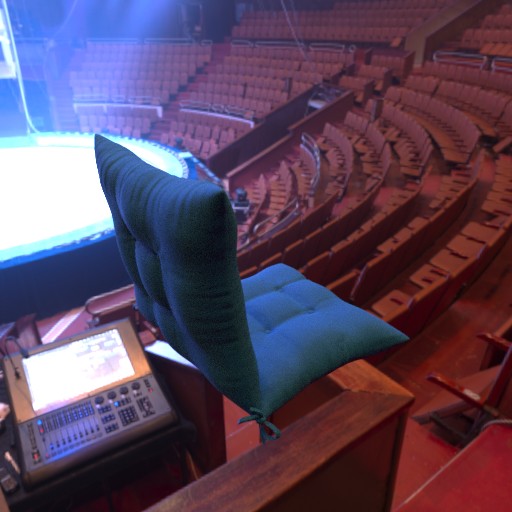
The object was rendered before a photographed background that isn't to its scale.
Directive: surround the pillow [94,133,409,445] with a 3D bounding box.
[{"bbox_3d":[0.000,0.000,1.025,0.585,0.536,0.541,-18,31,-33],"label":"pillow"}]
